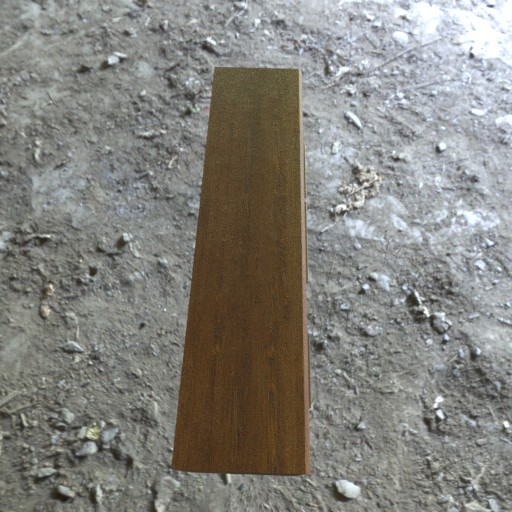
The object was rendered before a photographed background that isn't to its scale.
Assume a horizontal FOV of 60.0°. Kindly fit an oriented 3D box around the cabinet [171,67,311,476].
[{"bbox_3d":[0.000,0.000,1.814,0.419,0.510,1.600,2,63,1],"label":"cabinet"}]
